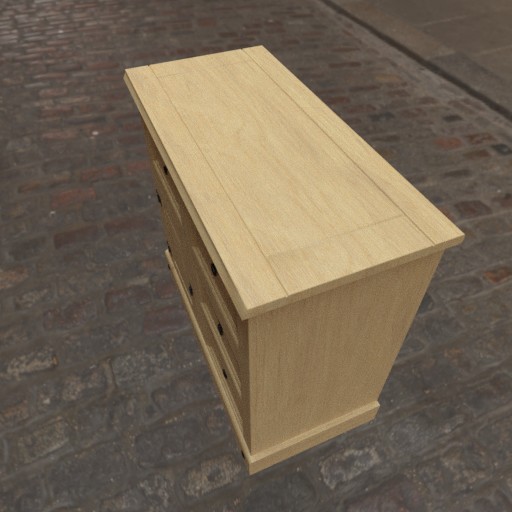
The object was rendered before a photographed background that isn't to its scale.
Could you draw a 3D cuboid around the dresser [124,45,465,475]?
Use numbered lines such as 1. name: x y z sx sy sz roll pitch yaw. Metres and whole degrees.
1. dresser: 0.000 0.000 1.337 0.440 0.835 0.915 -17 49 -16
